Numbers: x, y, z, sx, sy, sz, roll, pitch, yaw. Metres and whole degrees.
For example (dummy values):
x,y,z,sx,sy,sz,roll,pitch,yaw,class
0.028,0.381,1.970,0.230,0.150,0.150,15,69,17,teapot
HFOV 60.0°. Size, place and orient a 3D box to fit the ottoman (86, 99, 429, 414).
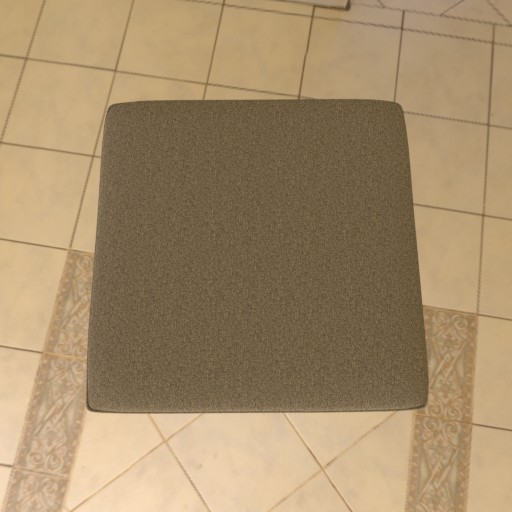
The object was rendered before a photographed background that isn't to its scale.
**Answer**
x,y,z,sx,sy,sz,roll,pitch,yaw,class
0.000,0.000,1.551,1.015,0.464,1.005,0,77,0,ottoman
